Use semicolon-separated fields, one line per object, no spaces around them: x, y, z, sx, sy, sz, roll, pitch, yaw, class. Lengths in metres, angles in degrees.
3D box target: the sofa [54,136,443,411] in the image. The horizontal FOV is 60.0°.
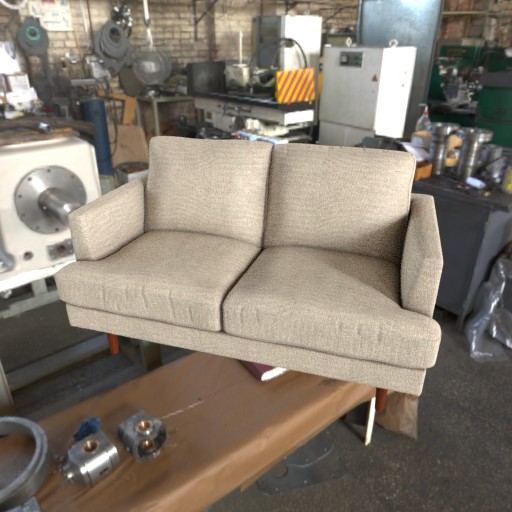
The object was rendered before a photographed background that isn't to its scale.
0.000;0.000;2.072;1.582;0.944;0.903;8;27;15;sofa
